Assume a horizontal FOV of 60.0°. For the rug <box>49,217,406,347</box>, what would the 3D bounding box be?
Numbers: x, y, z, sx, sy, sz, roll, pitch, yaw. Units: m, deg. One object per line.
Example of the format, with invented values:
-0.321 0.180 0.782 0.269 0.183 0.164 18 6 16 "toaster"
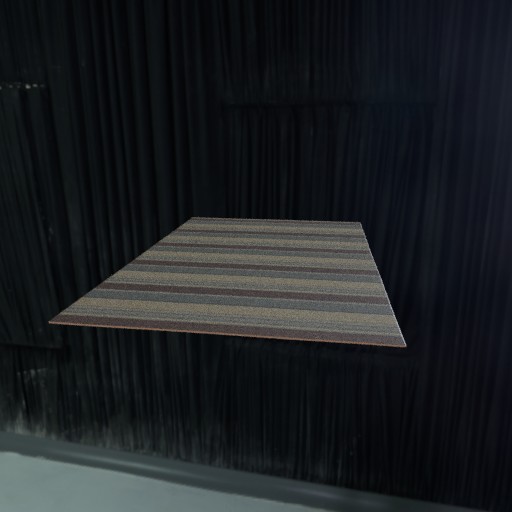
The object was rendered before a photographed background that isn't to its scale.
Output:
0.000 0.000 2.342 1.219 0.008 1.829 2 17 8 "rug"
